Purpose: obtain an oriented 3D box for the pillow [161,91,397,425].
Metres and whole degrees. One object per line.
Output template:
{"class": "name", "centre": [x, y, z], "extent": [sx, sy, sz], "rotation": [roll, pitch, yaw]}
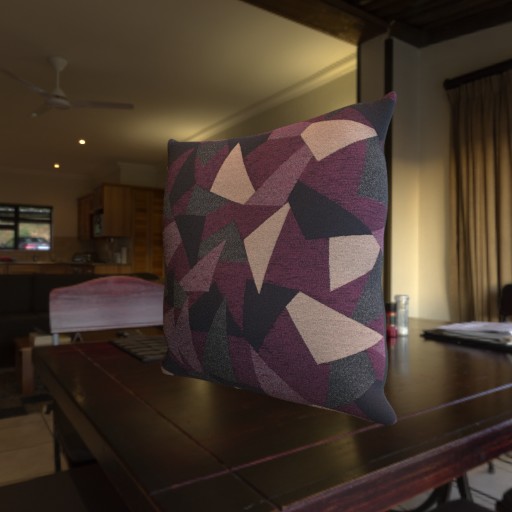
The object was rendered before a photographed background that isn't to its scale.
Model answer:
{"class": "pillow", "centre": [0.000, 0.000, 0.790], "extent": [0.503, 0.496, 0.208], "rotation": [0, 0, 37]}
